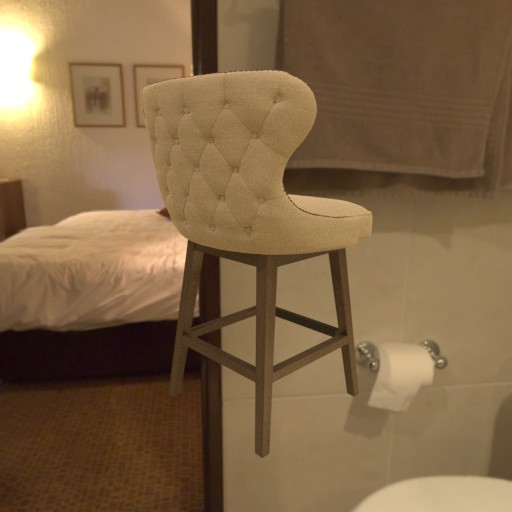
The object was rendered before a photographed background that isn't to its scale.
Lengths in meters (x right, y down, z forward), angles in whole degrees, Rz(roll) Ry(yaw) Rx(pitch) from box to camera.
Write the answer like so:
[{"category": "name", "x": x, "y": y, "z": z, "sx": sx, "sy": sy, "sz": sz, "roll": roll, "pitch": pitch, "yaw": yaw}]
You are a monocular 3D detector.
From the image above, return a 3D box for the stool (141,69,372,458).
[{"category": "stool", "x": 0.000, "y": 0.000, "z": 1.358, "sx": 0.597, "sy": 0.972, "sz": 0.615, "roll": -13, "pitch": 19, "yaw": -43}]
